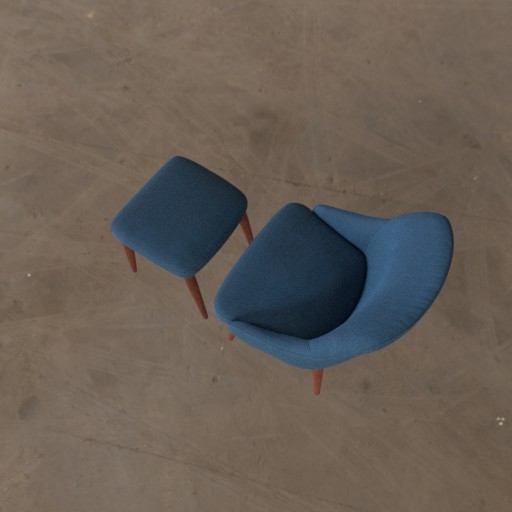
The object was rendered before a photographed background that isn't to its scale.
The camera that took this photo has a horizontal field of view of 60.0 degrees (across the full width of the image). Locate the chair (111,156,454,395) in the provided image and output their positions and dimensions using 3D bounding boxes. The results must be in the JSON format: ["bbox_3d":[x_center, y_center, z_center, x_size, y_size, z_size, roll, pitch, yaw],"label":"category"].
[{"bbox_3d":[0.000,0.000,1.621,1.114,0.866,0.584,31,67,15],"label":"chair"}]
